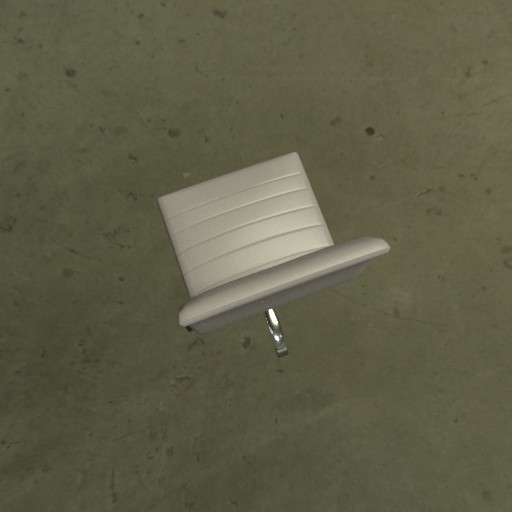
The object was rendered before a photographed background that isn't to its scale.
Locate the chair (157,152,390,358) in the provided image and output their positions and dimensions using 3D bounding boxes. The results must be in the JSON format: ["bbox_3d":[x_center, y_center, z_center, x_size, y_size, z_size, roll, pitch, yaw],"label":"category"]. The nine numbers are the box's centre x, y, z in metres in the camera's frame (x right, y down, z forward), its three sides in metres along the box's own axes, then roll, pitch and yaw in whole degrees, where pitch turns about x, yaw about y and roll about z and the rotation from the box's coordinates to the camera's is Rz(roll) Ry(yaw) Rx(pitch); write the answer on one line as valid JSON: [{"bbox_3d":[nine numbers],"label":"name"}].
[{"bbox_3d":[0.000,0.000,1.161,0.556,0.780,0.530,-19,77,-5],"label":"chair"}]
